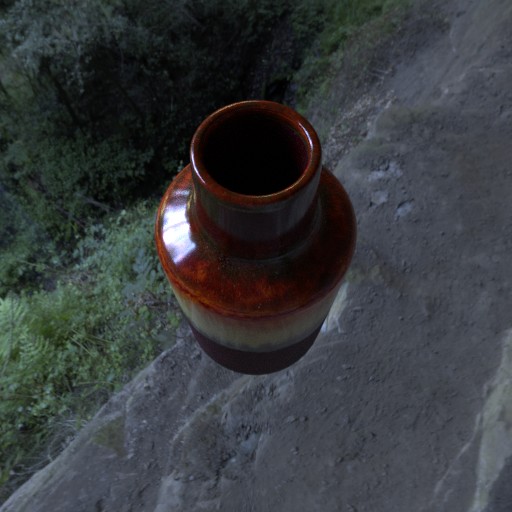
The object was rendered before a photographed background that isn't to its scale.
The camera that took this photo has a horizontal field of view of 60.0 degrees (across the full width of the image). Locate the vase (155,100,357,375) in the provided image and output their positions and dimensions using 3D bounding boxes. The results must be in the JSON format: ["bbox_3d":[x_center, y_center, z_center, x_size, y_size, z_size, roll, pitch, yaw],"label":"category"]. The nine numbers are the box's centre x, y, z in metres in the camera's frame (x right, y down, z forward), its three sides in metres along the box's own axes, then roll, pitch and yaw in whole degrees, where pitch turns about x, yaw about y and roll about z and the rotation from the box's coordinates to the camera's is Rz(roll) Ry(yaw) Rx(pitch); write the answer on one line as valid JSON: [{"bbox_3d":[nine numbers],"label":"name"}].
[{"bbox_3d":[0.000,0.000,0.271,0.108,0.204,0.108,0,65,0],"label":"vase"}]
